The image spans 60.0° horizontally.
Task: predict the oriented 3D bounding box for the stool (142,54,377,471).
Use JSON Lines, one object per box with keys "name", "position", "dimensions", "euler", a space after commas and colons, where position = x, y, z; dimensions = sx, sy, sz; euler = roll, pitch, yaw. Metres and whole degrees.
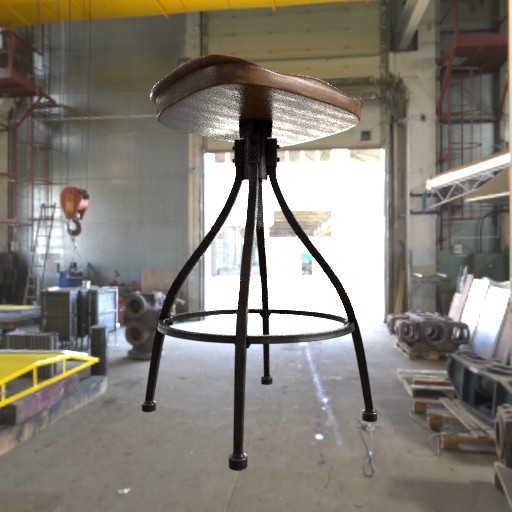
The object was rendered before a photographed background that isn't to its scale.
{"name": "stool", "position": [0.000, 0.000, 0.972], "dimensions": [0.432, 0.694, 0.424], "euler": [0, 0, -38]}
